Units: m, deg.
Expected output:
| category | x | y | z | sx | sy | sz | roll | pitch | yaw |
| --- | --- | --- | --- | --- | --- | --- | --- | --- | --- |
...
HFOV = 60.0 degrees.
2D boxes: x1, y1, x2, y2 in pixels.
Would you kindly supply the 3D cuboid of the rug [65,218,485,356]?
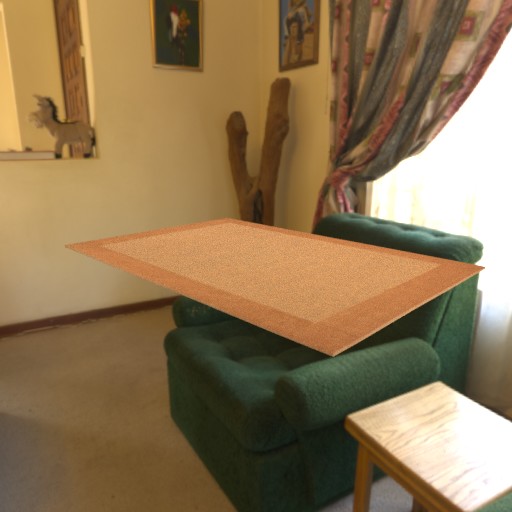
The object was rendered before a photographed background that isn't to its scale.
| category | x | y | z | sx | sy | sz | roll | pitch | yaw |
| --- | --- | --- | --- | --- | --- | --- | --- | --- | --- |
| rug | 0.000 | 0.000 | 2.287 | 1.829 | 0.014 | 1.219 | 15 | 21 | 43 |
